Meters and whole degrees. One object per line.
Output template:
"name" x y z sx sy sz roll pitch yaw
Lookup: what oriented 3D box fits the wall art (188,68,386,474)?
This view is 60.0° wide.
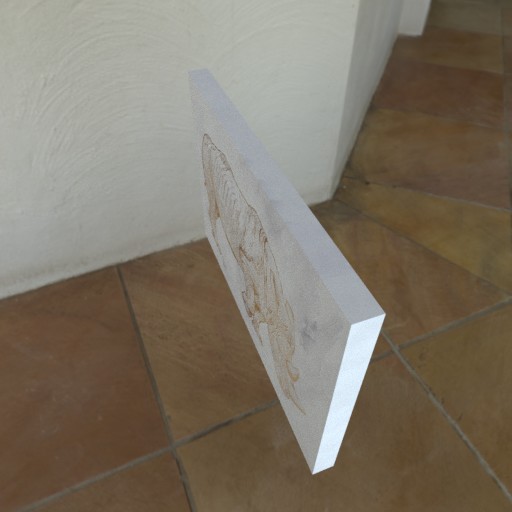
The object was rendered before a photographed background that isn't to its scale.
"wall art" 0.000 0.000 0.769 0.038 0.407 0.609 -15 48 -14
